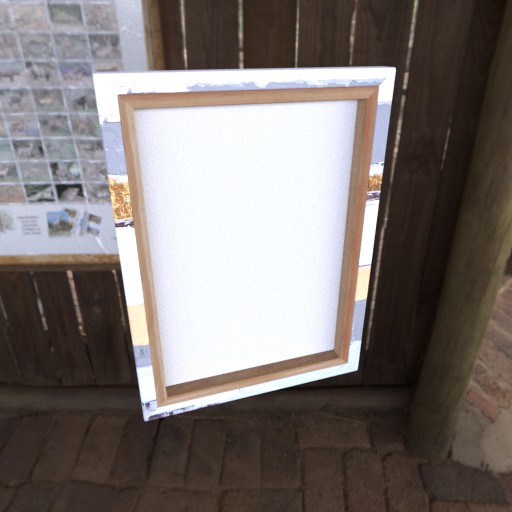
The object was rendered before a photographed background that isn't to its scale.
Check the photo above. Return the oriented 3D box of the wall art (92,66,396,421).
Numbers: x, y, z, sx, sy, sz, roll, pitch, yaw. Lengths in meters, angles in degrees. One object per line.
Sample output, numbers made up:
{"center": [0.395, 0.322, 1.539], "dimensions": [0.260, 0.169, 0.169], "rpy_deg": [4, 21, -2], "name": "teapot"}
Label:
{"center": [0.000, 0.000, 0.784], "dimensions": [0.456, 0.609, 0.038], "rpy_deg": [-8, 27, -17], "name": "wall art"}
